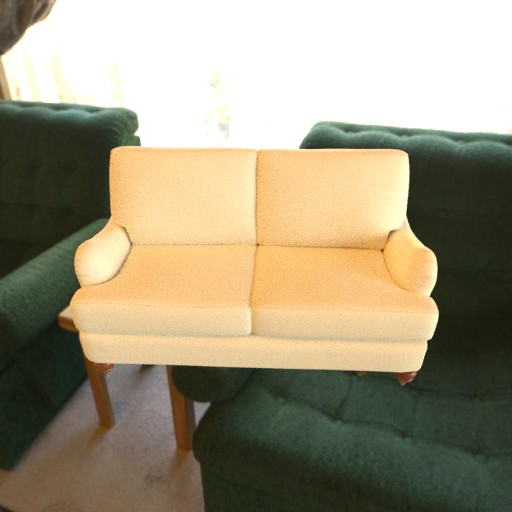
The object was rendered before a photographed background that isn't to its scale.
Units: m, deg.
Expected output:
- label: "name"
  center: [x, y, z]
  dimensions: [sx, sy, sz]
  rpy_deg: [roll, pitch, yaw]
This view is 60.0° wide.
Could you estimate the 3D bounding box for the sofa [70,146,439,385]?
- label: "sofa"
  center: [0.000, 0.000, 2.572]
  dimensions: [1.853, 1.101, 1.084]
  rpy_deg: [1, 30, 2]
